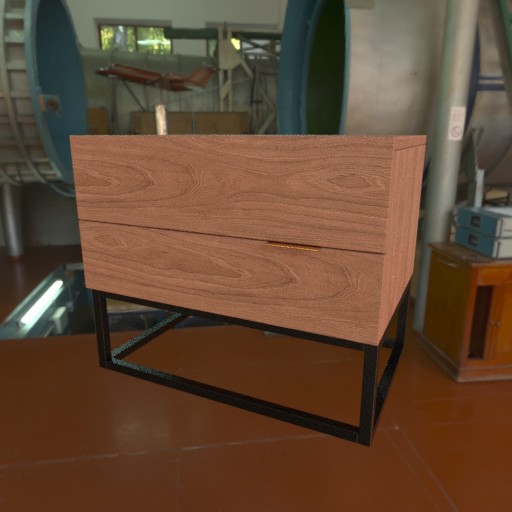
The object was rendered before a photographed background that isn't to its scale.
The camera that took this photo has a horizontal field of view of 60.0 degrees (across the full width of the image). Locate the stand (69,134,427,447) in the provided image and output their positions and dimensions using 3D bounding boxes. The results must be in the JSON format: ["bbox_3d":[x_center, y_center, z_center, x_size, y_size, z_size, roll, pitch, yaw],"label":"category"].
[{"bbox_3d":[0.000,0.000,0.952,0.600,0.500,0.420,7,17,25],"label":"stand"}]
